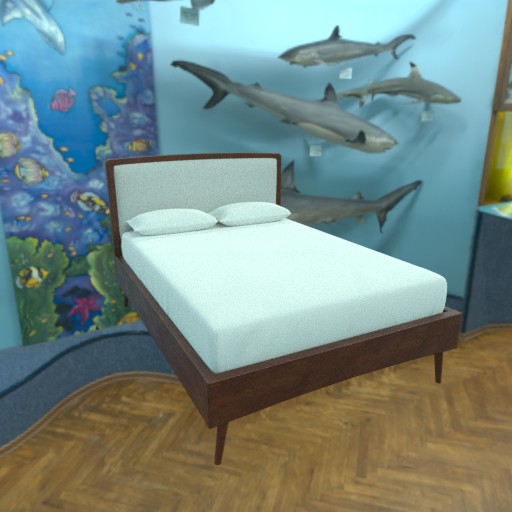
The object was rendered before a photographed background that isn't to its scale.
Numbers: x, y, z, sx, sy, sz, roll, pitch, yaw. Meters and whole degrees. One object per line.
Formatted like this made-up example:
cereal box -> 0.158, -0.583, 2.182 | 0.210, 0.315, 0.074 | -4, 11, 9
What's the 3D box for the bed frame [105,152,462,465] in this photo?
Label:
bed frame -> 0.000, 0.000, 3.114 | 1.587, 1.279, 2.171 | -9, 19, -26
